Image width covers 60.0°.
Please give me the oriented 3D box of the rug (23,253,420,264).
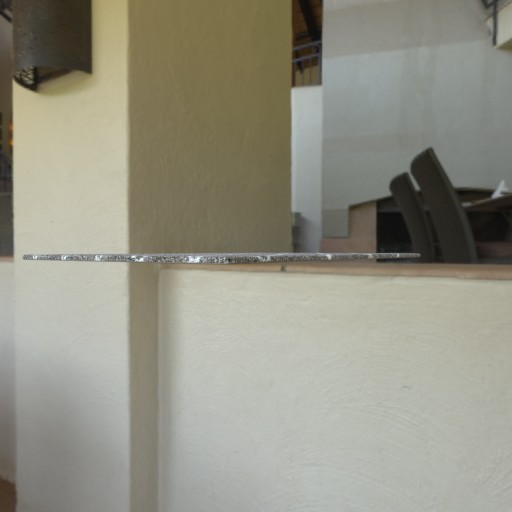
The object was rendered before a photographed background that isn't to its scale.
[{"bbox_3d":[0.000,0.000,3.050,1.524,0.030,2.438,0,1,36],"label":"rug"}]
